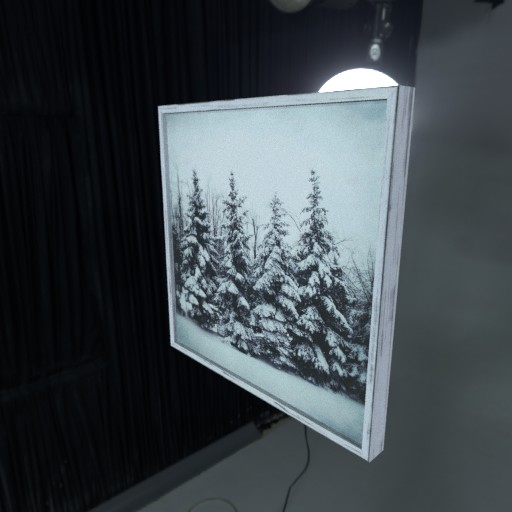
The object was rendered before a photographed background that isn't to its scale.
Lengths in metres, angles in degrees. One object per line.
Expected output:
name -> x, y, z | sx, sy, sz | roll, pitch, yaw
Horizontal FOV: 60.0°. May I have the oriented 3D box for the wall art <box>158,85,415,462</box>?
wall art -> 0.000, 0.000, 0.755 | 0.038, 0.506, 0.506 | -14, 21, -42
